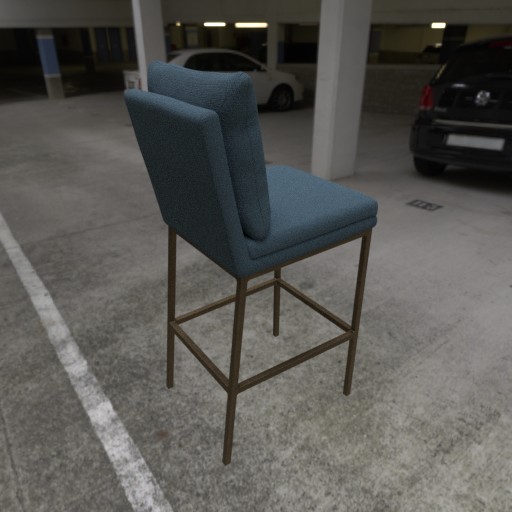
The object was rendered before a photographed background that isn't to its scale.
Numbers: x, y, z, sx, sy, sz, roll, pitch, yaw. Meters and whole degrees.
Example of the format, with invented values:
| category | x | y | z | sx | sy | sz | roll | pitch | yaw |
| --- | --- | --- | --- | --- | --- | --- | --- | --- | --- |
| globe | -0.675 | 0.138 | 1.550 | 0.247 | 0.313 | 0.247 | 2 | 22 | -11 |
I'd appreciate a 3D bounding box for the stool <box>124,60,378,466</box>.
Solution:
| category | x | y | z | sx | sy | sz | roll | pitch | yaw |
| --- | --- | --- | --- | --- | --- | --- | --- | --- | --- |
| stool | 0.000 | 0.000 | 1.393 | 0.568 | 1.124 | 0.463 | -18 | 33 | -31 |
